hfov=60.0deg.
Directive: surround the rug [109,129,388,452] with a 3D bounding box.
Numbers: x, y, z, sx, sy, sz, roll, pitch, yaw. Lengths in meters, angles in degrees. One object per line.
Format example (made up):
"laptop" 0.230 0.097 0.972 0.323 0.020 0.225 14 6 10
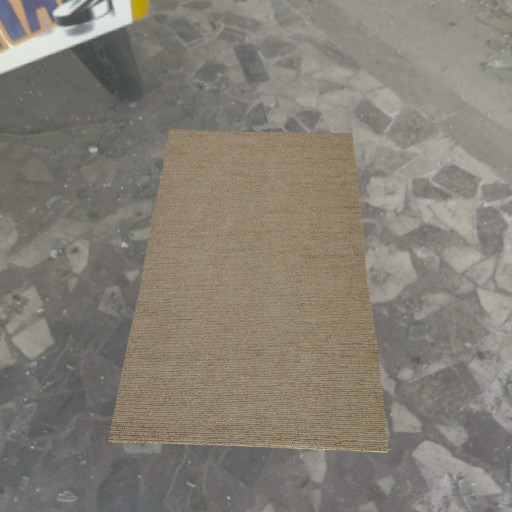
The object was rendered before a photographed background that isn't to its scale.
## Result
"rug" 0.000 0.000 3.048 1.533 0.011 2.439 2 58 1
